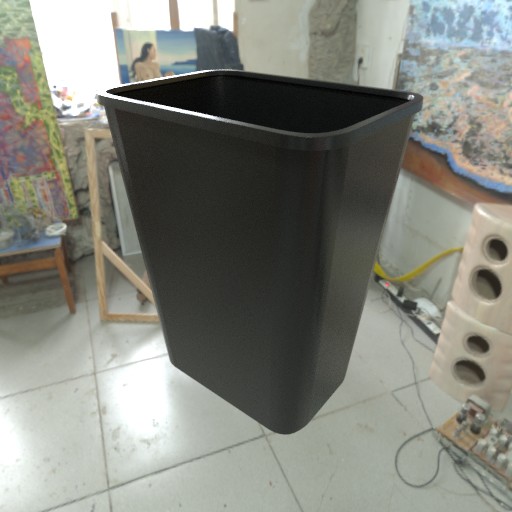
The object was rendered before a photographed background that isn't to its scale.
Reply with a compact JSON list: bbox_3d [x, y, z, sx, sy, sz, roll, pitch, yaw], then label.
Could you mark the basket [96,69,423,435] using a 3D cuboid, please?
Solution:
[{"bbox_3d":[0.000,0.000,0.741,0.394,0.521,0.287,22,37,33],"label":"basket"}]
